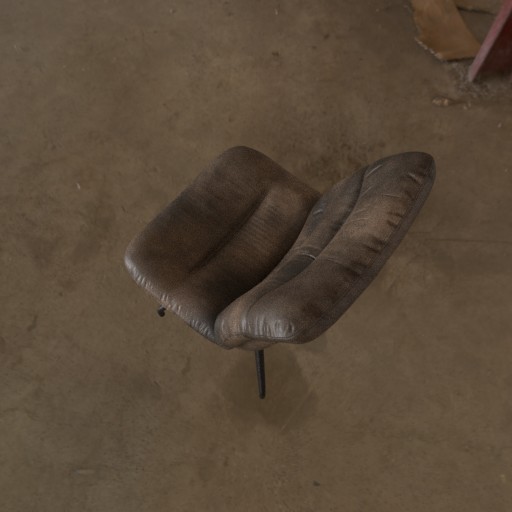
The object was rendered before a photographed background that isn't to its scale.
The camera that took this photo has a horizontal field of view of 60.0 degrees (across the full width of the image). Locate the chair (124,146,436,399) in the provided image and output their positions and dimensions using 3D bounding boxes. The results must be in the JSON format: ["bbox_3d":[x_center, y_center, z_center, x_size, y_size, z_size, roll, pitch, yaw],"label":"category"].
[{"bbox_3d":[0.000,0.000,1.253,0.622,0.870,0.549,36,70,15],"label":"chair"}]
